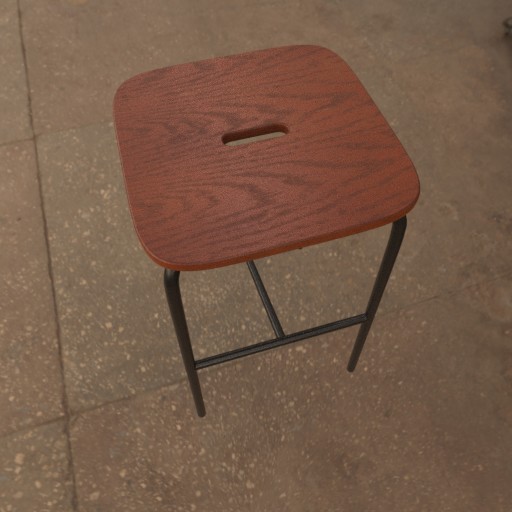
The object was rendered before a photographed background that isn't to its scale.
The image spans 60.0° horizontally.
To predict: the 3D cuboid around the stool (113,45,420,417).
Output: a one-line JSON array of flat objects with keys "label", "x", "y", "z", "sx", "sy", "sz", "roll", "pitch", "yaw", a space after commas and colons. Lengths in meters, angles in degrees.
[{"label": "stool", "x": 0.000, "y": 0.000, "z": 0.847, "sx": 0.376, "sy": 0.610, "sz": 0.376, "roll": -14, "pitch": 59, "yaw": -9}]
